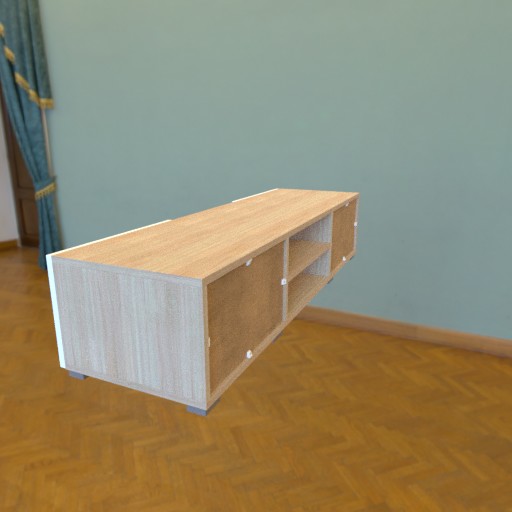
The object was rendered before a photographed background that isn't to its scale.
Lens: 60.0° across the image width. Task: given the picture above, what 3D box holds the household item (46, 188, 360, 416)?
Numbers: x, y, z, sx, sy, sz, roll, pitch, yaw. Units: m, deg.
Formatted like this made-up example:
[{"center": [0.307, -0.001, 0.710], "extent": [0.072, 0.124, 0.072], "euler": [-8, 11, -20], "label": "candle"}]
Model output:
[{"center": [0.000, 0.000, 1.587], "extent": [0.420, 0.310, 1.400], "euler": [7, 17, 24], "label": "household item"}]
